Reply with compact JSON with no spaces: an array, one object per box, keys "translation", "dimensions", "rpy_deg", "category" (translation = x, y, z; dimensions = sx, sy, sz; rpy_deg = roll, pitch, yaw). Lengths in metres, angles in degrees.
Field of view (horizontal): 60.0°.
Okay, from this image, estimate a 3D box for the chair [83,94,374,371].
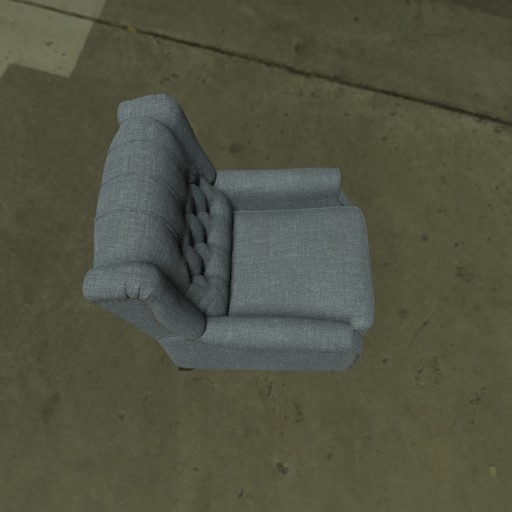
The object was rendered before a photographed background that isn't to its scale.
[{"translation":[0.000,0.000,1.672],"dimensions":[0.898,1.035,0.742],"rpy_deg":[1,64,0],"category":"chair"}]
